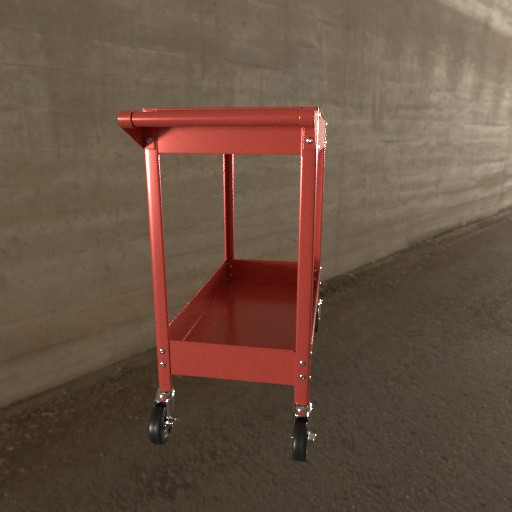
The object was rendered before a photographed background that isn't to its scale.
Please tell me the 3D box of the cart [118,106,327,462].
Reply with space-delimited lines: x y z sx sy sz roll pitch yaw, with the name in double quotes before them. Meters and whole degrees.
"cart" 0.000 0.000 1.180 0.366 0.719 0.779 3 15 9
